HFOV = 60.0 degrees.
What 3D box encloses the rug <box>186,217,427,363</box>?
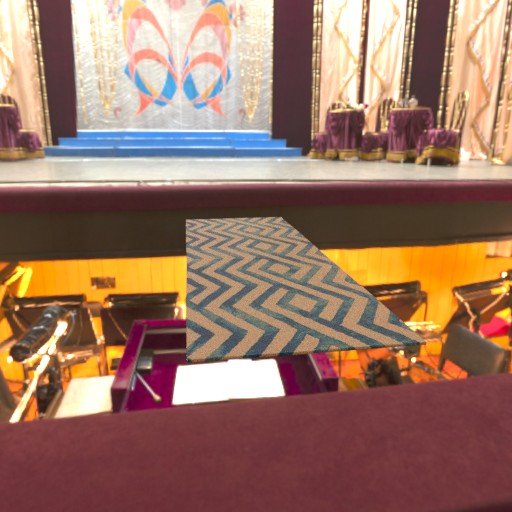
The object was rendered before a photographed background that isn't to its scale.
[{"bbox_3d":[0.000,0.000,1.607,0.503,0.007,1.492,-2,15,-8],"label":"rug"}]
